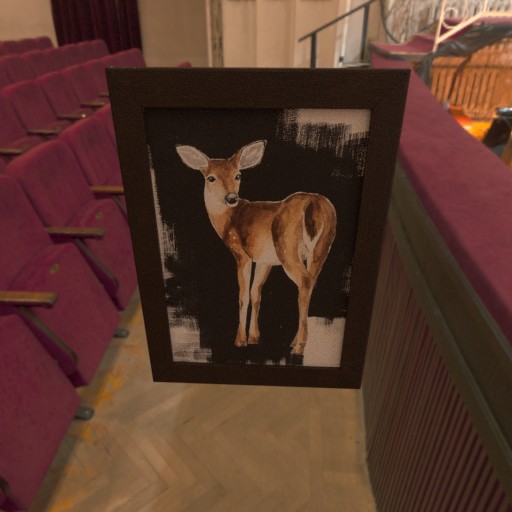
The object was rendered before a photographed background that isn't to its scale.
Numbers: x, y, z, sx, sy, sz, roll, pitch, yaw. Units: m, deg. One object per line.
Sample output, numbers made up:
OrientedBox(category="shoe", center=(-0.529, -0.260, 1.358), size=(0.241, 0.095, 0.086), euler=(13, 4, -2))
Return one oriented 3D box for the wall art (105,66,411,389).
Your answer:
OrientedBox(category="wall art", center=(0.000, 0.000, 0.647), size=(0.359, 0.508, 0.013), euler=(1, 29, 2))
